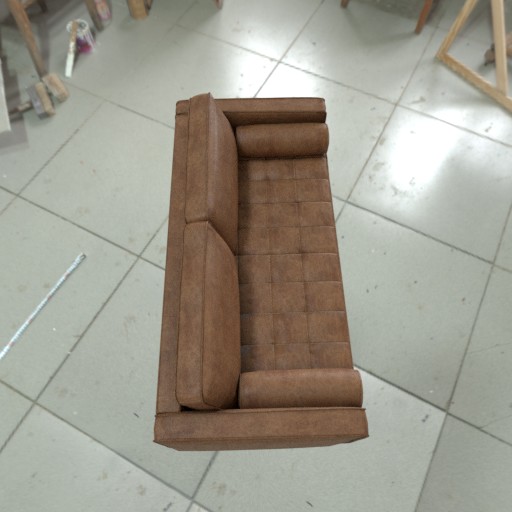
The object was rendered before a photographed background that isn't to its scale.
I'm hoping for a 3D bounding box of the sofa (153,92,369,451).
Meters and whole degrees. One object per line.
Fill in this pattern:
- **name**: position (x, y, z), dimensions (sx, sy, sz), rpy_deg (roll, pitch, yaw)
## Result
- **sofa**: position (0.000, 0.000, 2.416), dimensions (0.924, 0.825, 1.920), rpy_deg (-1, 64, -1)
